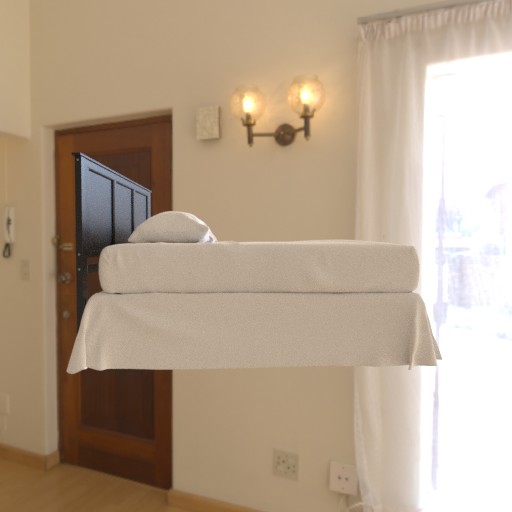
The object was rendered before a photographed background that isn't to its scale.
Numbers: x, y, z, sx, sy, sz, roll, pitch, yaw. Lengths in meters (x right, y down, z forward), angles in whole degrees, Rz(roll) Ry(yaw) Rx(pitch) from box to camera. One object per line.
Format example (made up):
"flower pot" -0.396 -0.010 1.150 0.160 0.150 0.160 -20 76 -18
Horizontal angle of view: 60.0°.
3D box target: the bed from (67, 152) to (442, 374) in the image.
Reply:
"bed" 0.000 0.000 3.645 2.219 1.271 2.315 0 2 -2
